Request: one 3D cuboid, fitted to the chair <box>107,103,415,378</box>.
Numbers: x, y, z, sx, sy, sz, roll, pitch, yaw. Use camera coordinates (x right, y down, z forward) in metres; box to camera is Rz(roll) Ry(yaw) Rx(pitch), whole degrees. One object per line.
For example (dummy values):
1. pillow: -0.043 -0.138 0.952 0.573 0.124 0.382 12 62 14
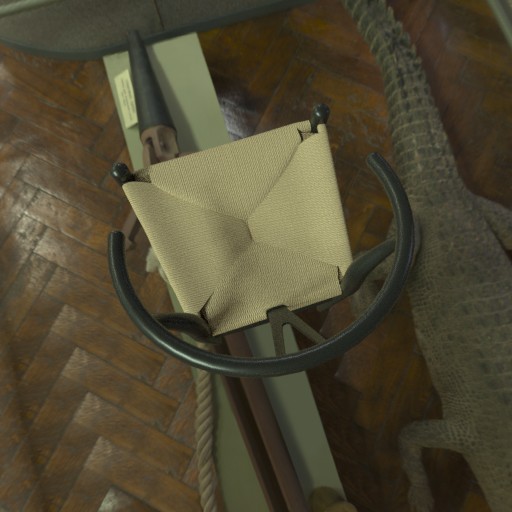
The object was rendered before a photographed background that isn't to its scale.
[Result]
1. chair: 0.000 0.000 1.121 0.570 0.739 0.570 -17 77 -4
